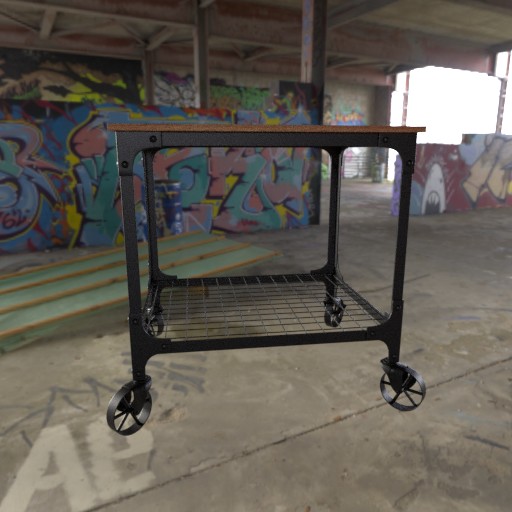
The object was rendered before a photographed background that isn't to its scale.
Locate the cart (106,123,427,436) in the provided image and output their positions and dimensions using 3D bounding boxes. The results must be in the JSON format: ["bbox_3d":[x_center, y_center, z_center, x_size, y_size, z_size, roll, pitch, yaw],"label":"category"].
[{"bbox_3d":[0.000,0.000,1.106,0.666,0.603,0.558,-2,14,-8],"label":"cart"}]
